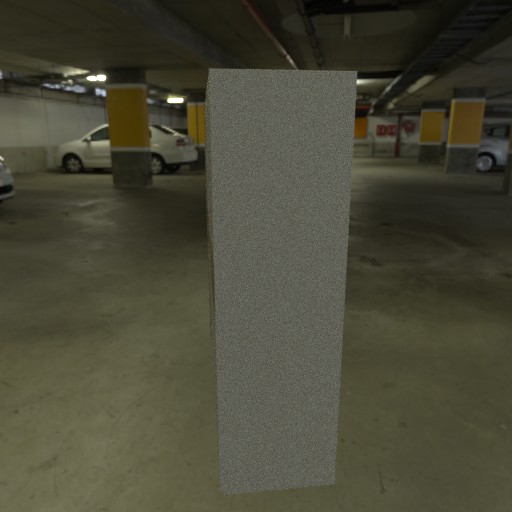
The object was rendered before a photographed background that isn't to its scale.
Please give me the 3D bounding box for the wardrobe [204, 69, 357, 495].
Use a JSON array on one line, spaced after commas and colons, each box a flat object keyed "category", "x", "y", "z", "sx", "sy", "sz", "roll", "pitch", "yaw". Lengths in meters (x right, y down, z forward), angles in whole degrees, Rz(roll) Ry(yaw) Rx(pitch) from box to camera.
[{"category": "wardrobe", "x": 0.000, "y": 0.000, "z": 2.904, "sx": 0.600, "sy": 2.020, "sz": 1.830, "roll": -2, "pitch": 15, "yaw": -7}]
